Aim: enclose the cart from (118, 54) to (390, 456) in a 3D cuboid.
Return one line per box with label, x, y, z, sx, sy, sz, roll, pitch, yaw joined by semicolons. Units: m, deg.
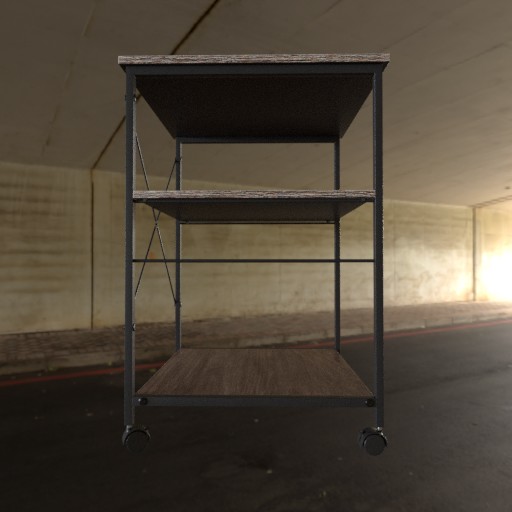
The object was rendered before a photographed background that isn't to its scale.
cart;0.000;0.000;1.102;0.520;0.762;0.521;0;-1;1
